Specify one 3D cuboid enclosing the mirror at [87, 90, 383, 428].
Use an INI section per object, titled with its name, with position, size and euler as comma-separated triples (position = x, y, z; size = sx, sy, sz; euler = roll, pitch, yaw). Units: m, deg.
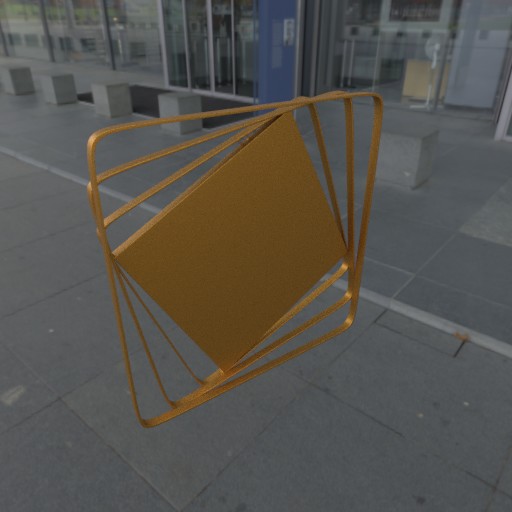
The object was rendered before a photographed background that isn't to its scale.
[mirror]
position = 0.000, 0.000, 0.703
size = 0.470, 0.468, 0.045
euler = -19, 34, -30
